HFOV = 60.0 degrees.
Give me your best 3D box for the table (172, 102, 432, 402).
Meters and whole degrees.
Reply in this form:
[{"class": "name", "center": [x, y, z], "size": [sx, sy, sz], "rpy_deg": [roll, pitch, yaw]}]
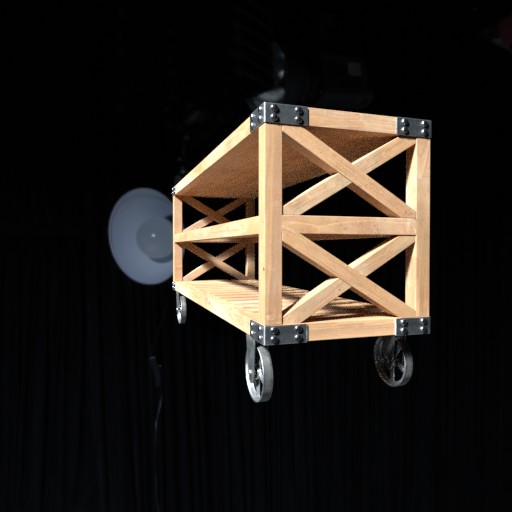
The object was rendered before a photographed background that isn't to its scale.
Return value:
[{"class": "table", "center": [0.000, 0.000, 1.764], "size": [0.467, 0.711, 1.487], "rpy_deg": [0, 1, -18]}]
